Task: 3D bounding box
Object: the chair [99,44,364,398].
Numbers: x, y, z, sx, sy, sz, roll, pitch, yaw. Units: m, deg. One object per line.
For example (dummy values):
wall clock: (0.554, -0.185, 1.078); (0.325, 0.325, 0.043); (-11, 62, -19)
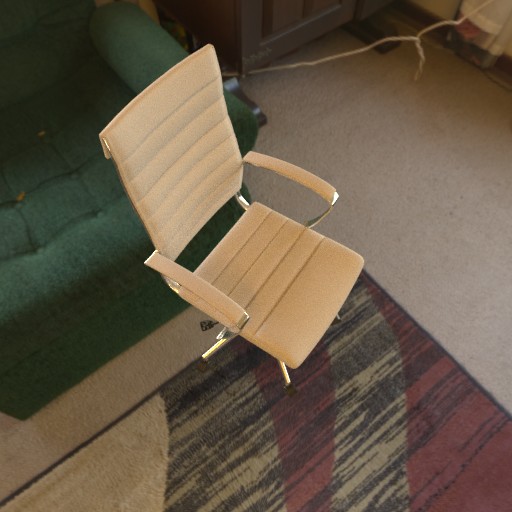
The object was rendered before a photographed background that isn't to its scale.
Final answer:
chair: (0.000, 0.000, 1.552); (0.667, 1.149, 0.679); (30, 64, 17)
